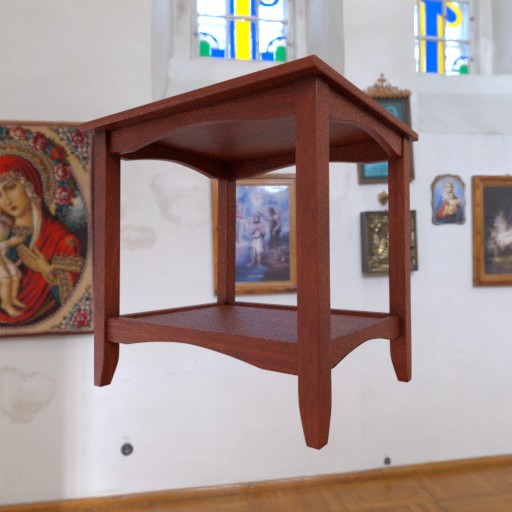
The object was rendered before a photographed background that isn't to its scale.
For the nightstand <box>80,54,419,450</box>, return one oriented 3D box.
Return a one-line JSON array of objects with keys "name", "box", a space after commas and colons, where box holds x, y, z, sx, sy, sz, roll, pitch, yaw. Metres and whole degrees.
[{"name": "nightstand", "box": [0.000, 0.000, 0.975, 0.558, 0.558, 0.501, 0, 0, 36]}]
